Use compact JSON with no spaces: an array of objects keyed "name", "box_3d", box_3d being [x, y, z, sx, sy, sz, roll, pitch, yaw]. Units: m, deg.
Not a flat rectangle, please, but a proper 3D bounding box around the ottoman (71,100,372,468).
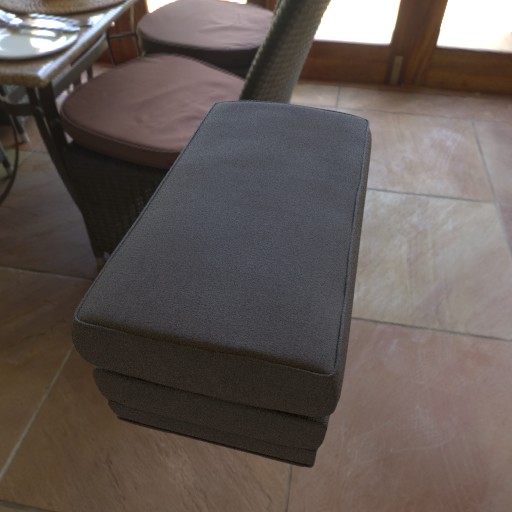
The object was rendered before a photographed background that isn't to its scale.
[{"name":"ottoman","box_3d":[0.000,0.000,1.131,0.490,0.448,0.864,10,46,10]}]
